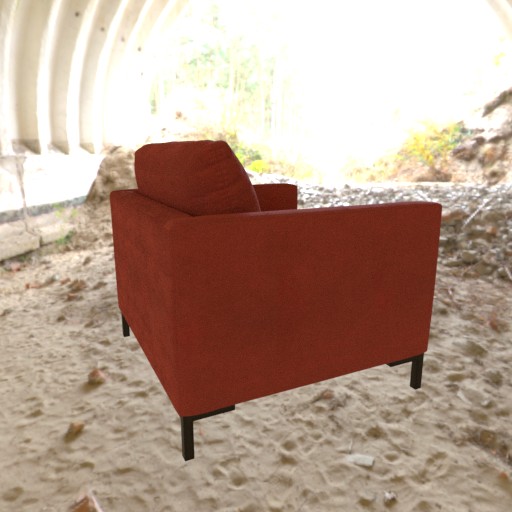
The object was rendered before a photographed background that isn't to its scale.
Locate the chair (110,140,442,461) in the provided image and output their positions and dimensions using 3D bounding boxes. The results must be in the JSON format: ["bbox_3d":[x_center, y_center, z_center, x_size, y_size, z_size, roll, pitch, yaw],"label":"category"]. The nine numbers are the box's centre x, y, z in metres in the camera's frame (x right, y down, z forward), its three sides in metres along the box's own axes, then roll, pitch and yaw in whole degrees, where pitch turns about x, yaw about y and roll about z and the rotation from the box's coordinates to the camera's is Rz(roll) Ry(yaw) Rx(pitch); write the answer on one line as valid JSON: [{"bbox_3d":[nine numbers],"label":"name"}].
[{"bbox_3d":[0.000,0.000,1.626,0.875,0.812,0.964,-7,15,-25],"label":"chair"}]
